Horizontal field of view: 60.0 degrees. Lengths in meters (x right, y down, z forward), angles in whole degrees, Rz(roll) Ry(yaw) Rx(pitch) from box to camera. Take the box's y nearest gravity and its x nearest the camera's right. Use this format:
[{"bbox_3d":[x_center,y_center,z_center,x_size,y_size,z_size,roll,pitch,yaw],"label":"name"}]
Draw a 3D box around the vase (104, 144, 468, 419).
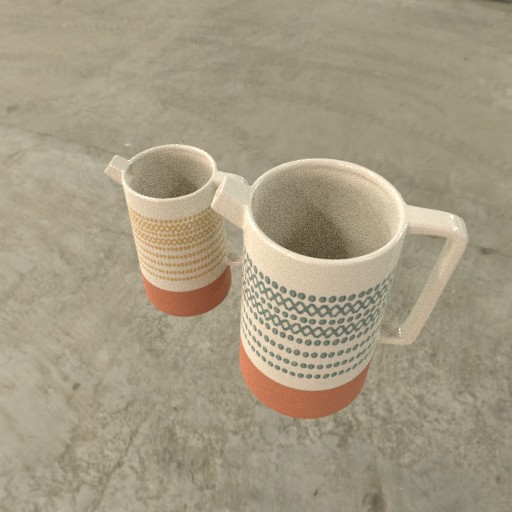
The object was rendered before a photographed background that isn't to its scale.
[{"bbox_3d":[0.000,0.000,0.457,0.168,0.247,0.326,-31,54,-26],"label":"vase"}]
